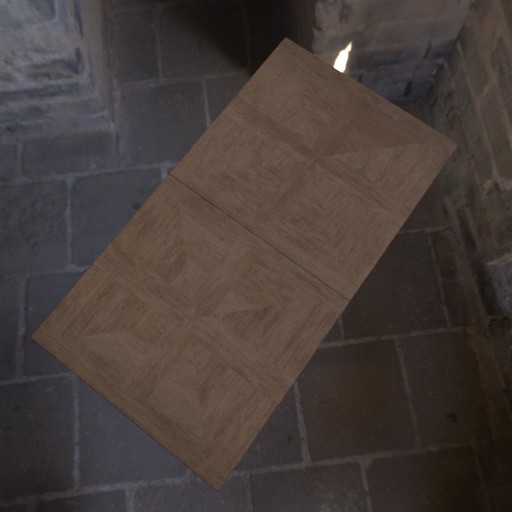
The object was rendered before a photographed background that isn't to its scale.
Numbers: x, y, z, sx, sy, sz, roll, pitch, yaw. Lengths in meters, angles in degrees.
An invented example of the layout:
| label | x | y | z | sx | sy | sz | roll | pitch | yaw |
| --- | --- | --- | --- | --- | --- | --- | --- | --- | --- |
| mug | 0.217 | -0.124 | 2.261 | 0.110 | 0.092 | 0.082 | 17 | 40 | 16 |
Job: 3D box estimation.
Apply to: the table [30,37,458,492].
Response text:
| label | x | y | z | sx | sy | sz | roll | pitch | yaw |
| --- | --- | --- | --- | --- | --- | --- | --- | --- | --- |
| table | 0.000 | 0.000 | 2.380 | 1.016 | 0.768 | 1.881 | 36 | 79 | 8 |
